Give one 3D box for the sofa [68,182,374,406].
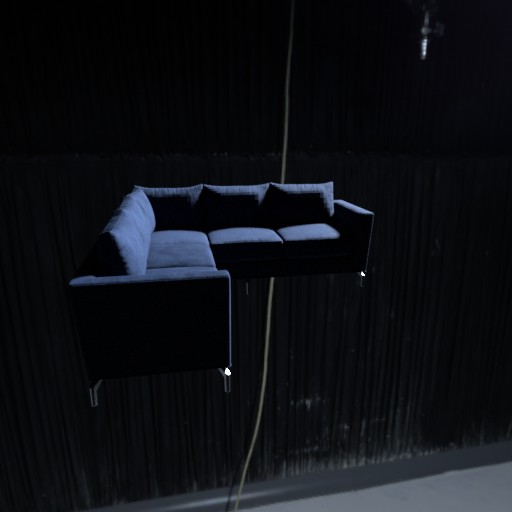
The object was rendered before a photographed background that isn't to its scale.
[{"bbox_3d":[0.000,0.000,3.746,2.463,0.988,2.472,-3,16,-10],"label":"sofa"}]
